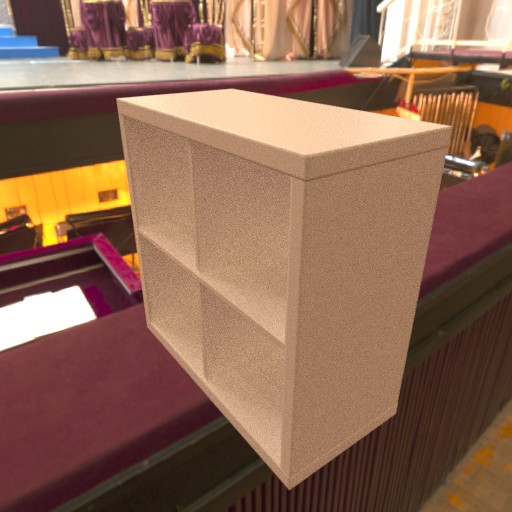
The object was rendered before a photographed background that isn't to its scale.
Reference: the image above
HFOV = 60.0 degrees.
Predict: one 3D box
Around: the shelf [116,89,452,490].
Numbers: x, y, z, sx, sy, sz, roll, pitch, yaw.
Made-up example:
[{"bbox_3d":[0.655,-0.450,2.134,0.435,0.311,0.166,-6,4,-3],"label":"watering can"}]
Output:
[{"bbox_3d":[0.000,0.000,1.242,0.390,0.786,0.790,-19,32,-32],"label":"shelf"}]
